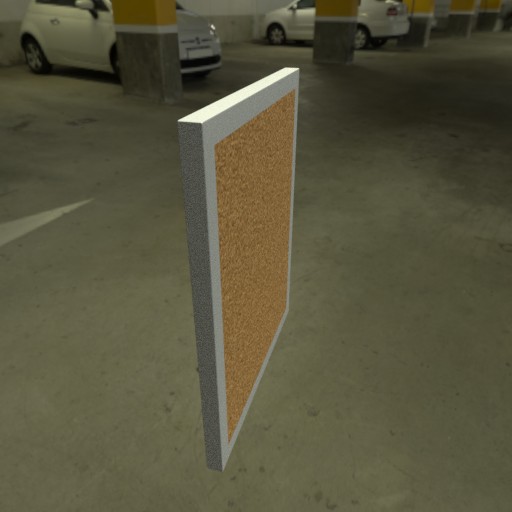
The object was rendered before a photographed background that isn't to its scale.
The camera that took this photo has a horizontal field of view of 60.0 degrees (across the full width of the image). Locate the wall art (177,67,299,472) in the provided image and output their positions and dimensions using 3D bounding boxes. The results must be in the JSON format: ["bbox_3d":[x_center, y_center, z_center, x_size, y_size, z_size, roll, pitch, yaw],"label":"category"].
[{"bbox_3d":[0.000,0.000,0.771,0.028,0.556,0.454,9,31,15],"label":"wall art"}]
